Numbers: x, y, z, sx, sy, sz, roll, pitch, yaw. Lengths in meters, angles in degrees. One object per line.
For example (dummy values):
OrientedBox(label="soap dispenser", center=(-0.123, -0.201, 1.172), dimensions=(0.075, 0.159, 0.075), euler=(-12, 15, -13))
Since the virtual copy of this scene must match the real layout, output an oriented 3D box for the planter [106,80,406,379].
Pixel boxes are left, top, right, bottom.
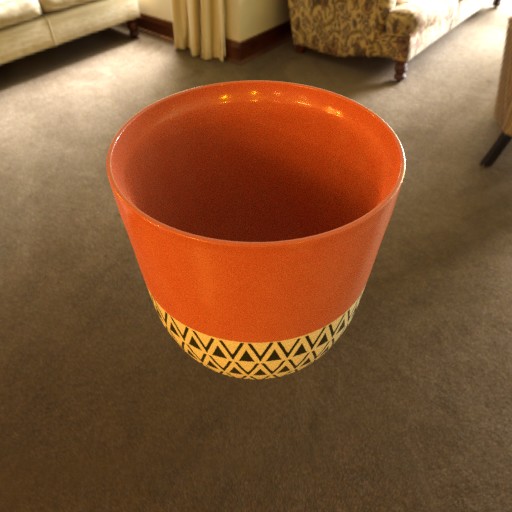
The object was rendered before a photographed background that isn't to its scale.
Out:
OrientedBox(label="planter", center=(0.000, 0.000, 0.372), dimensions=(0.195, 0.214, 0.195), euler=(0, 46, 0))
